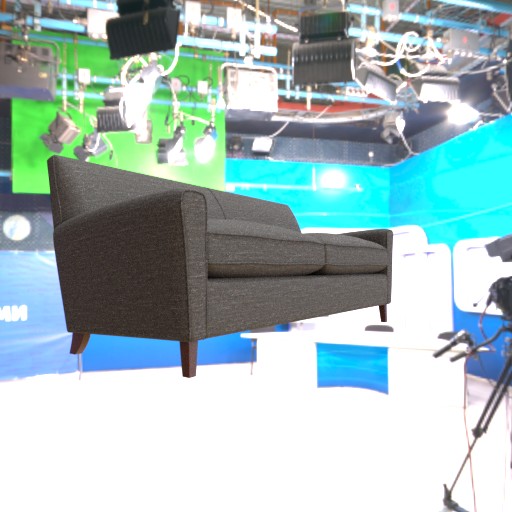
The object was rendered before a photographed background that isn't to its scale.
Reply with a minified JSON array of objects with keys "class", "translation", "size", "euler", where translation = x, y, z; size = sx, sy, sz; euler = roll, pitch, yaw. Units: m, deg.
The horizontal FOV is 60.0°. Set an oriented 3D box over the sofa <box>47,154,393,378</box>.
[{"class":"sofa","translation":[0.000,0.000,2.428],"size":[0.875,0.846,1.976],"euler":[-1,-2,36]}]
